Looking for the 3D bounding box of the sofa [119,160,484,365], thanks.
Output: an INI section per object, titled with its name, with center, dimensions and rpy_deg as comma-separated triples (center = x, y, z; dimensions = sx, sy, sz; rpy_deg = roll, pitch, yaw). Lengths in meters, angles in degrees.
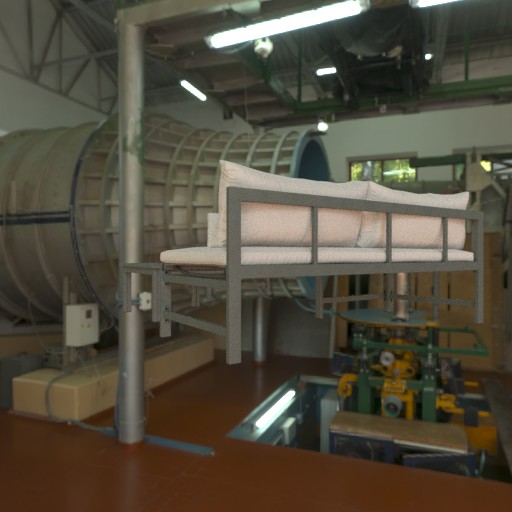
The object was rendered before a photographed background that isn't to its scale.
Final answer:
[sofa]
center = 0.000, 0.000, 2.884
dimensions = 1.658, 0.758, 2.096
rpy_deg = 0, 0, -34
